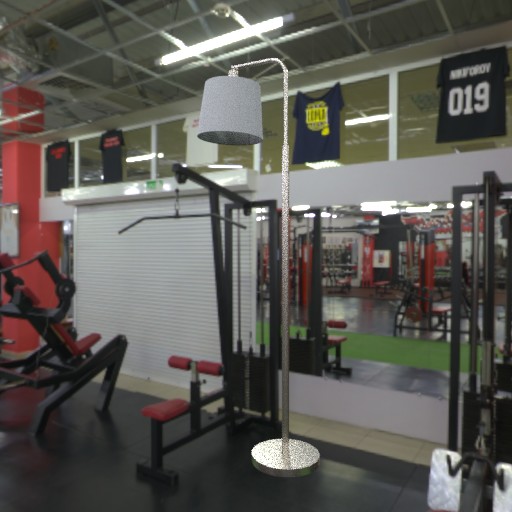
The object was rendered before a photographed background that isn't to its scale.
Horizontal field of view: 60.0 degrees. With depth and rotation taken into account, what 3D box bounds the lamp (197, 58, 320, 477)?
[{"bbox_3d":[0.000,0.000,1.673,0.508,1.478,0.254,0,1,35],"label":"lamp"}]
